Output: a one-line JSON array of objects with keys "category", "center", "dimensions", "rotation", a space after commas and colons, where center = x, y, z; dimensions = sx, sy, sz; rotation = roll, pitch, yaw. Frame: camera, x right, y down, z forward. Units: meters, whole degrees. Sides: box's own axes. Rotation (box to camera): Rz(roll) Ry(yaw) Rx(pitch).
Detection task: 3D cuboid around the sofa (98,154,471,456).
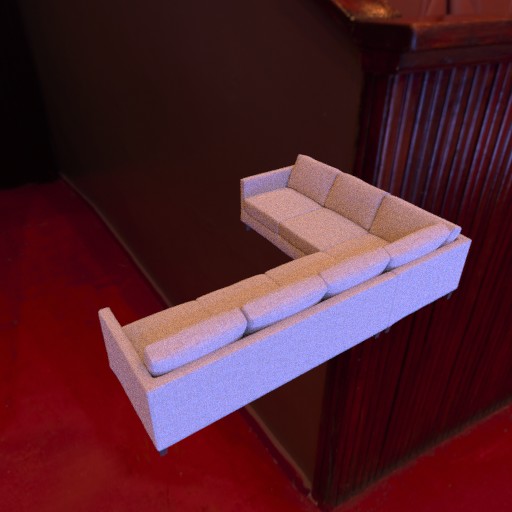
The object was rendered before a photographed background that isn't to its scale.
[{"category": "sofa", "center": [0.000, 0.000, 4.290], "dimensions": [3.182, 0.863, 2.432], "rotation": [-20, 37, -28]}]
